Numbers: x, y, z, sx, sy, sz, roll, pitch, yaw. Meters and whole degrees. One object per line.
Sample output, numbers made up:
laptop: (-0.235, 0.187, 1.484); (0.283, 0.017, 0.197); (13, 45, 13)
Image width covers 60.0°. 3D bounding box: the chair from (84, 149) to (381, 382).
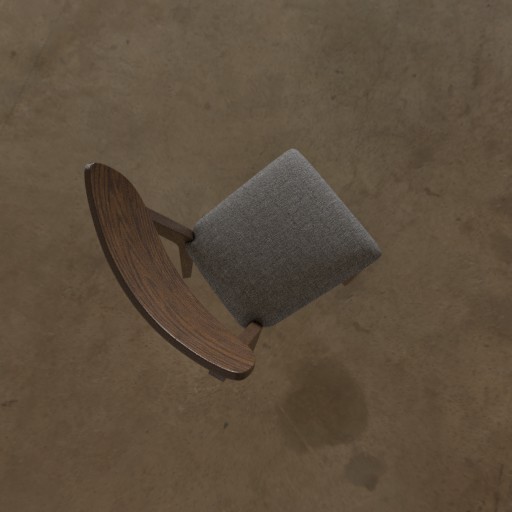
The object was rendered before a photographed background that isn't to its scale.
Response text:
chair: (0.000, 0.000, 1.212); (0.583, 0.849, 0.491); (-35, 78, -9)
